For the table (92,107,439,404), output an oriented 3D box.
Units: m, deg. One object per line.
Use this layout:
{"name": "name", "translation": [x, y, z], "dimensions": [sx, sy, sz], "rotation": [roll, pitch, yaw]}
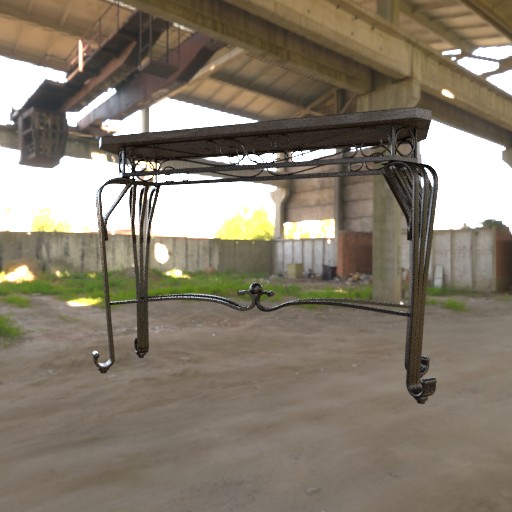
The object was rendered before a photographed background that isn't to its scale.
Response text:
{"name": "table", "translation": [0.000, 0.000, 1.475], "dimensions": [1.112, 0.800, 0.329], "rotation": [0, 0, 18]}
